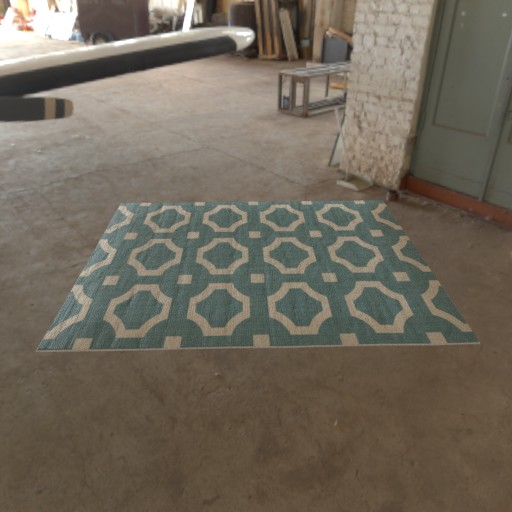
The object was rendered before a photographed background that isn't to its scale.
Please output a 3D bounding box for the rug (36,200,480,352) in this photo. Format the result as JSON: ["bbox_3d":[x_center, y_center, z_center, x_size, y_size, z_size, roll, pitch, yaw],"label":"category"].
[{"bbox_3d":[0.000,0.000,4.092,3.049,0.021,2.466,-1,31,-1],"label":"rug"}]
